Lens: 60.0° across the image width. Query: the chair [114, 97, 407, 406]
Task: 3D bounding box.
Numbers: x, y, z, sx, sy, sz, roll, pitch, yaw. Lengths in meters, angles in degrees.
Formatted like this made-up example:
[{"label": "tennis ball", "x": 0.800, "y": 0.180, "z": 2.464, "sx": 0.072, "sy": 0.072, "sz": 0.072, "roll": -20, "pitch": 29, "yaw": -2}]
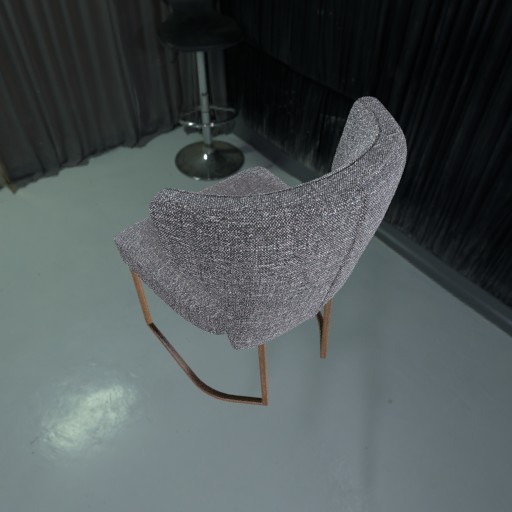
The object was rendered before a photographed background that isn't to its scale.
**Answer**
[{"label": "chair", "x": 0.000, "y": 0.000, "z": 1.224, "sx": 0.611, "sy": 0.824, "sz": 0.617, "roll": -31, "pitch": 54, "yaw": -26}]
